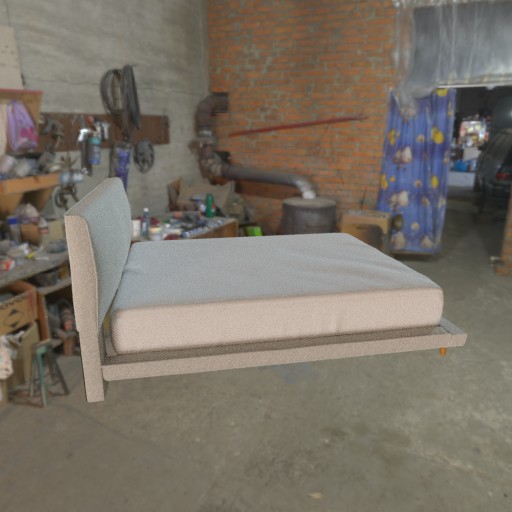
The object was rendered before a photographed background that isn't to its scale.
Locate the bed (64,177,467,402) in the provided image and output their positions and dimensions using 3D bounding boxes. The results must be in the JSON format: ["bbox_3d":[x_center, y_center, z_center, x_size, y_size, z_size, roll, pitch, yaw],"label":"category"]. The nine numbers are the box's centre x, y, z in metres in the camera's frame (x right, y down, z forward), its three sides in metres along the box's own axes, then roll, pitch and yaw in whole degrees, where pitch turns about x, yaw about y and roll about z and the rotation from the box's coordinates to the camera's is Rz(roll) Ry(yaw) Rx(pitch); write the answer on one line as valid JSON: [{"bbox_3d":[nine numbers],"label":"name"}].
[{"bbox_3d":[0.000,0.000,3.563,2.498,1.126,1.980,-3,16,-11],"label":"bed"}]
